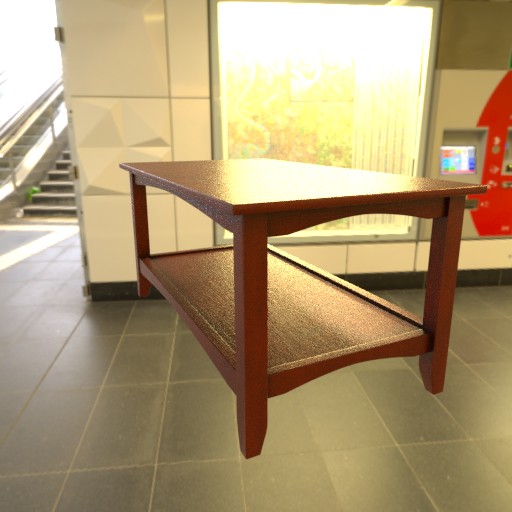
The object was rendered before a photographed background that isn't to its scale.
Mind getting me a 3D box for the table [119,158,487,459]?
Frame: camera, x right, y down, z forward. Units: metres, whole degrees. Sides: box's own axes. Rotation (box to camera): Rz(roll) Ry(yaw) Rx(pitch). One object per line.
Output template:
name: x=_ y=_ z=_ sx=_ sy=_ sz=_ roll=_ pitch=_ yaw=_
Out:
table: x=0.000 y=0.000 z=1.208 sx=0.533 sy=0.456 sz=0.943 roll=-8 pitch=17 yaw=-25
